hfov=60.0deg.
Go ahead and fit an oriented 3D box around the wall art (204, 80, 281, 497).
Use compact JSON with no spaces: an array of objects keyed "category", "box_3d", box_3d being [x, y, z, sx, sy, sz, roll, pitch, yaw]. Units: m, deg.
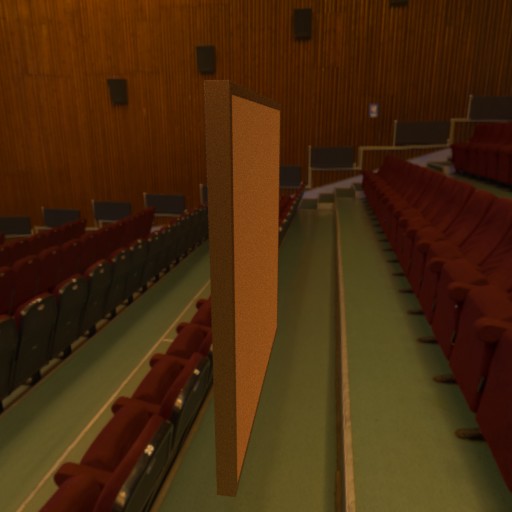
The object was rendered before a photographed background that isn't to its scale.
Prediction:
[{"category":"wall art","box_3d":[0.000,0.000,1.125,0.038,0.762,0.762,2,16,8]}]
